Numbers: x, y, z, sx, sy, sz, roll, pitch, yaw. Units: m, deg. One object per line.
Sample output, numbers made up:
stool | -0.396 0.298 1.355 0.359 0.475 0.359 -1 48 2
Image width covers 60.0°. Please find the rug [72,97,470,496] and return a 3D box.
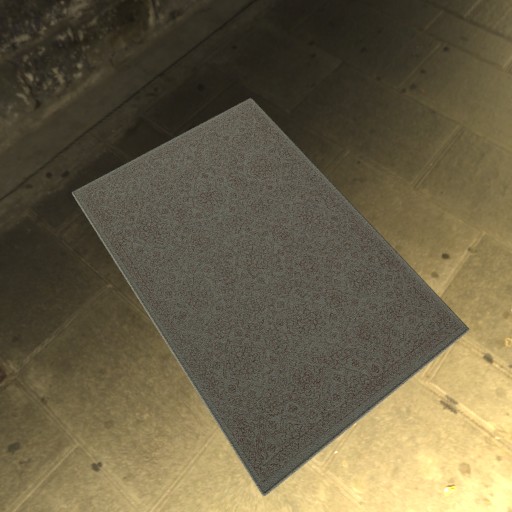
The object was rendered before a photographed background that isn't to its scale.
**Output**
rug | 0.000 0.000 2.291 1.219 0.010 1.829 -33 69 -14
